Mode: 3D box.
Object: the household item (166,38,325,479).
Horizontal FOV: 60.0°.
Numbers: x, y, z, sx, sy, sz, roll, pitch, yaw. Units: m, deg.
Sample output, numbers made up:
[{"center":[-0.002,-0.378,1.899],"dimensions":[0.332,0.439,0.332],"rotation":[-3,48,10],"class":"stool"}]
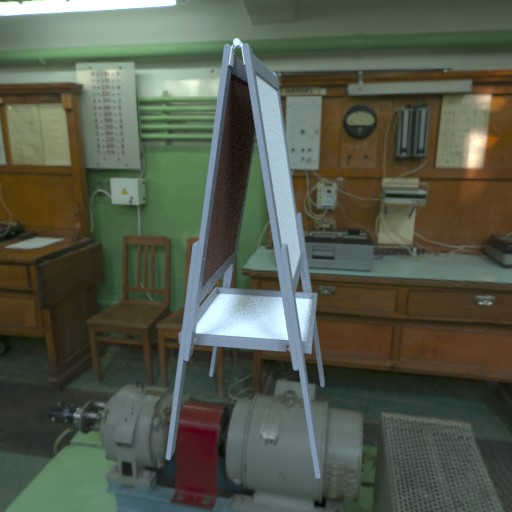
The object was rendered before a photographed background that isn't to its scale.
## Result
[{"center":[0.000,0.000,1.417],"dimensions":[0.469,1.172,0.531],"rotation":[3,15,9],"class":"household item"}]
